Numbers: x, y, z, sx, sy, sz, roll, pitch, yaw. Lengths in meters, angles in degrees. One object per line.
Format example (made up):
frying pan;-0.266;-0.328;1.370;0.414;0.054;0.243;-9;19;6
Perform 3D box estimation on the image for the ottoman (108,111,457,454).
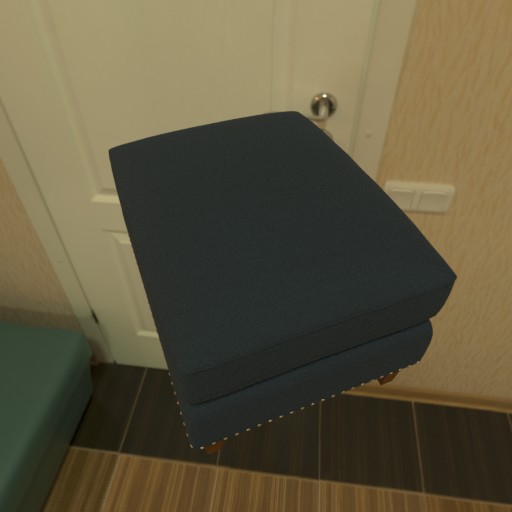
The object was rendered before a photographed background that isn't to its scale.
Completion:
ottoman;0.000;0.000;1.149;0.584;0.513;0.741;-16;48;-15
